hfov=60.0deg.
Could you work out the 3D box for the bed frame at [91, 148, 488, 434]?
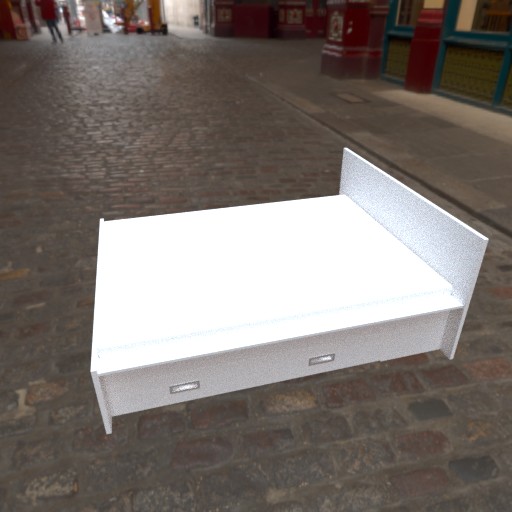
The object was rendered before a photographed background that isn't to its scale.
[{"bbox_3d":[0.000,0.000,2.861,1.960,0.800,1.622,-8,31,-13],"label":"bed frame"}]
